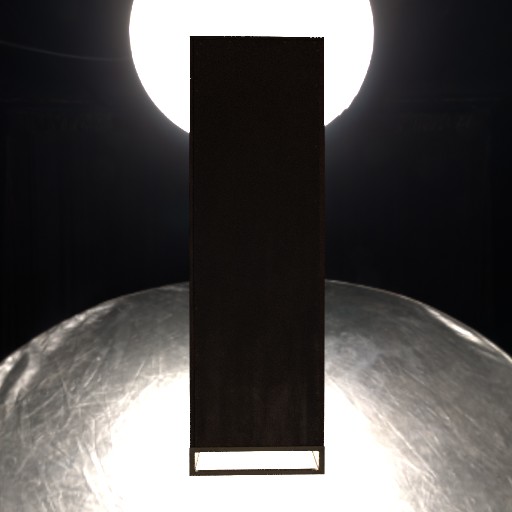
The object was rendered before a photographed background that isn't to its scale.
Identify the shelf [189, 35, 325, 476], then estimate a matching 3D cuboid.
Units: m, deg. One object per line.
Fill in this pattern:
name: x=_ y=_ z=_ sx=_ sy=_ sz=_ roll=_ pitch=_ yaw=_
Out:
shelf: x=0.000 y=0.000 z=1.940 sx=0.539 sy=1.732 sz=0.395 roll=0 pitch=0 yaw=-1
